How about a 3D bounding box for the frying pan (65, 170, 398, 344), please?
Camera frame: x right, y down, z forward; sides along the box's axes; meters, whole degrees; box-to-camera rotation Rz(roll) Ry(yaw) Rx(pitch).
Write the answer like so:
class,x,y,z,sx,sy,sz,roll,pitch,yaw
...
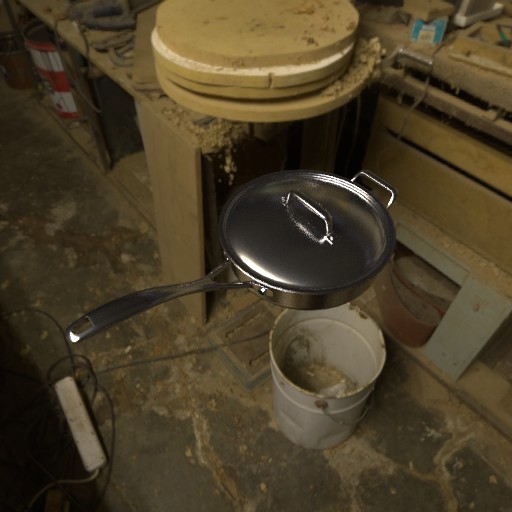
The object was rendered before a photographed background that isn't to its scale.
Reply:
class,x,y,z,sx,sy,sz,roll,pitch,yaw
frying pan,0.000,0.000,0.668,0.561,0.114,0.280,-30,54,-24
